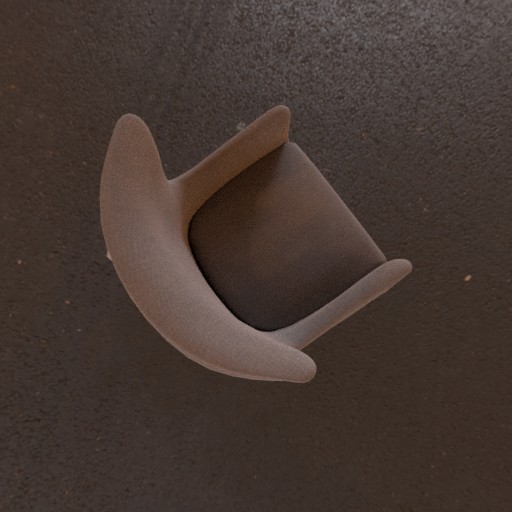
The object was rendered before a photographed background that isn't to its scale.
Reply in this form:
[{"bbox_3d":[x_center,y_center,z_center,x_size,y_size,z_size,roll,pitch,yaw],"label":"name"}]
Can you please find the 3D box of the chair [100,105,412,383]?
[{"bbox_3d":[0.000,0.000,1.431,0.677,0.948,0.732,-34,79,-7],"label":"chair"}]
